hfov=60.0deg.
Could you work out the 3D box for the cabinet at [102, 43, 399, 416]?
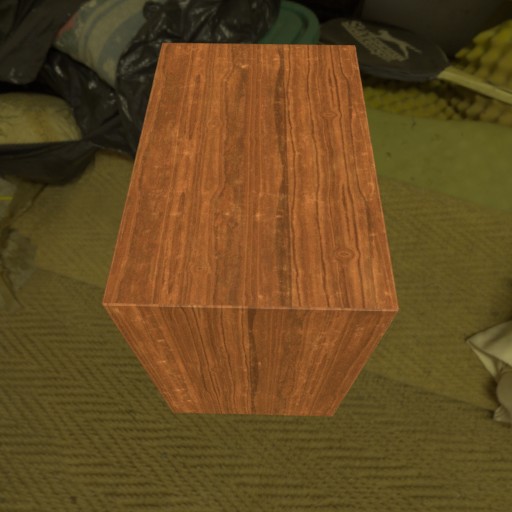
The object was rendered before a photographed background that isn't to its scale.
[{"bbox_3d":[0.000,0.000,1.054,0.410,0.695,0.607,1,58,1],"label":"cabinet"}]
